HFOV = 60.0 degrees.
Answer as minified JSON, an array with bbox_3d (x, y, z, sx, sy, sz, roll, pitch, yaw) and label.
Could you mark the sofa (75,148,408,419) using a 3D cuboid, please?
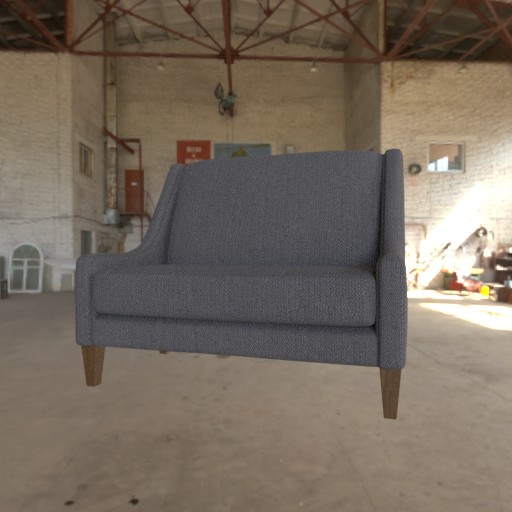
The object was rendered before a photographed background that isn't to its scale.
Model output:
[{"bbox_3d":[0.000,0.000,1.931,1.242,1.022,0.873,0,1,17],"label":"sofa"}]
